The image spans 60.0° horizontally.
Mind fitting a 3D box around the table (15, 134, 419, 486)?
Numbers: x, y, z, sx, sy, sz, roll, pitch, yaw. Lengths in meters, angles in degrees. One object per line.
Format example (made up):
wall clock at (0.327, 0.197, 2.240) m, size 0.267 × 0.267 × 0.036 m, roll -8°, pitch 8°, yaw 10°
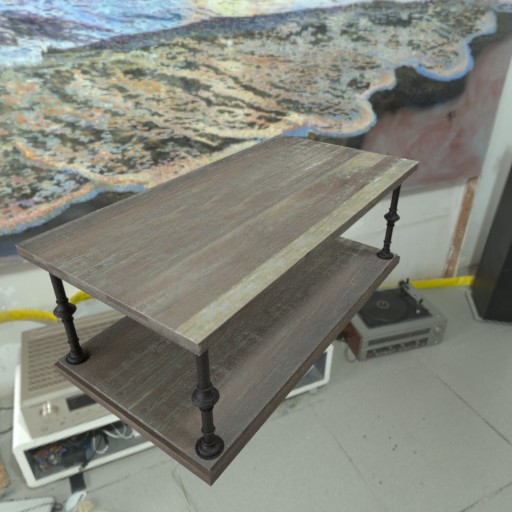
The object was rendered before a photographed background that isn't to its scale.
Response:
table at (0.000, 0.000, 1.341) m, size 0.554 × 0.399 × 1.088 m, roll 21°, pitch 37°, yaw 30°
